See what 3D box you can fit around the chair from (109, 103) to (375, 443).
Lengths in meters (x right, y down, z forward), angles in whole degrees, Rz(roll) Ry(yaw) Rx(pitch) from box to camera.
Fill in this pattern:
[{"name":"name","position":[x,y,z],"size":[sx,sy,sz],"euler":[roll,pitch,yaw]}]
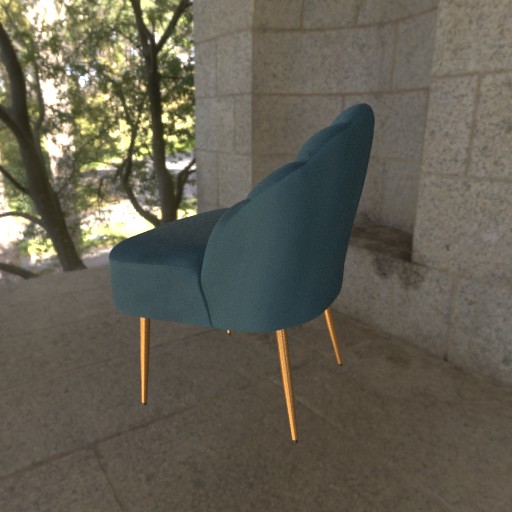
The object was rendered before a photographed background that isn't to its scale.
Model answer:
[{"name":"chair","position":[0.000,0.000,1.275],"size":[0.599,0.819,0.657],"euler":[8,18,25]}]
